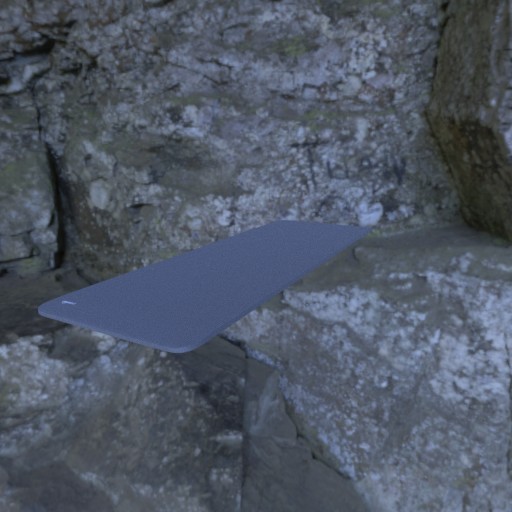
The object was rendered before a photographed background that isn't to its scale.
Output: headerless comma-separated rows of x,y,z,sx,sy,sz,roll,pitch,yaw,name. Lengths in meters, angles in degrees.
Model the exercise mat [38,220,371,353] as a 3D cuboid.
0.000,0.000,2.059,0.616,0.021,1.884,8,16,28,exercise mat
